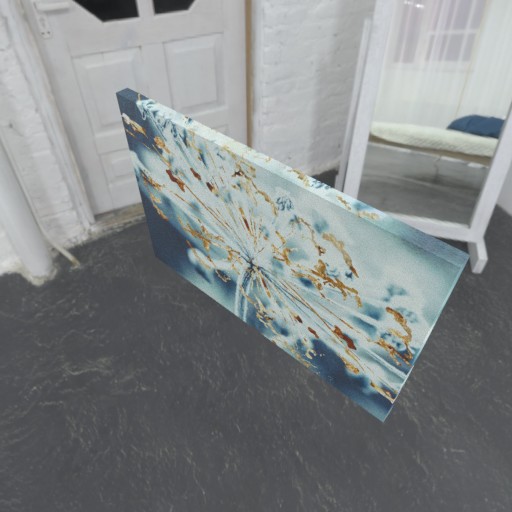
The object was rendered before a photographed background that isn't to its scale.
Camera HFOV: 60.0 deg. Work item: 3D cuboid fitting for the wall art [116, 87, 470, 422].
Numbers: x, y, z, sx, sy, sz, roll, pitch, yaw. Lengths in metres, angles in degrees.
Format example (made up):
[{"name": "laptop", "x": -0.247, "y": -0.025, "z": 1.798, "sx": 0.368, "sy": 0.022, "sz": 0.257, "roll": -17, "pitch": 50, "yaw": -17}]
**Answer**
[{"name": "wall art", "x": 0.000, "y": 0.000, "z": 1.154, "sx": 0.912, "sy": 0.608, "sz": 0.038, "roll": 32, "pitch": 55, "yaw": 27}]
